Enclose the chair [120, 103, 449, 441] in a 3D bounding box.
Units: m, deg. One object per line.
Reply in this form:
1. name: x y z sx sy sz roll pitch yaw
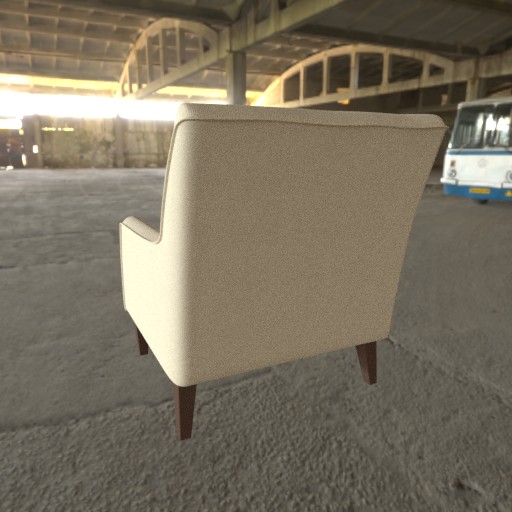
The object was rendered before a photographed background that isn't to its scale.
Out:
1. chair: 0.000 0.000 1.549 0.780 0.919 0.899 -7 15 -26
